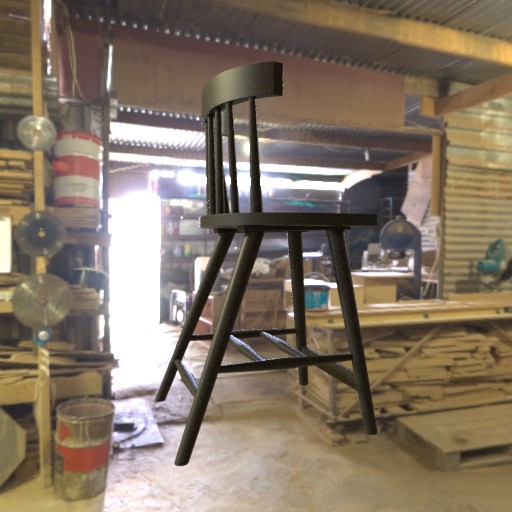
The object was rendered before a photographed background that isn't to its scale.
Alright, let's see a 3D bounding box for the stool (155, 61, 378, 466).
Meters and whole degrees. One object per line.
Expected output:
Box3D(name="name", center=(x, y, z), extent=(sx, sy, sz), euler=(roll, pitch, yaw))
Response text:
Box3D(name="stool", center=(0.000, 0.000, 1.311), extent=(0.549, 0.953, 0.494), euler=(-1, 2, -19))
